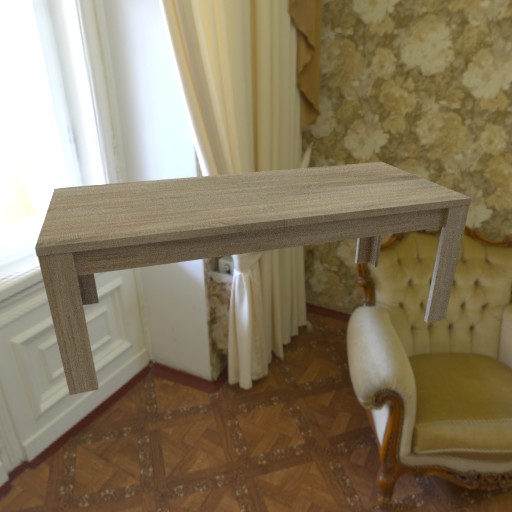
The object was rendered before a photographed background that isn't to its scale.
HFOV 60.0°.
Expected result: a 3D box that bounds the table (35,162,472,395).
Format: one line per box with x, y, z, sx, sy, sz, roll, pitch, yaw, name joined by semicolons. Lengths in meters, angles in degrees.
0.000;0.000;2.684;2.200;0.790;0.900;-8;26;-16;table
